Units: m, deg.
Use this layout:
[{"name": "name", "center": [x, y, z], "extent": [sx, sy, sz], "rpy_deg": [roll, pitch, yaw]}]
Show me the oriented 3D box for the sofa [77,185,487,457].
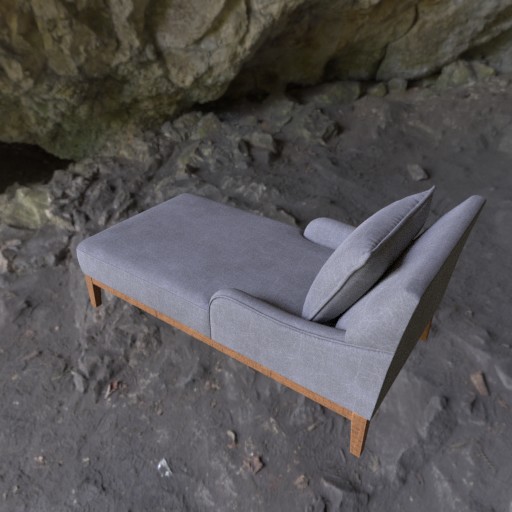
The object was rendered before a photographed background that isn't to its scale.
[{"name": "sofa", "center": [0.000, 0.000, 2.211], "extent": [1.779, 0.859, 0.894], "rpy_deg": [20, 37, 30]}]
